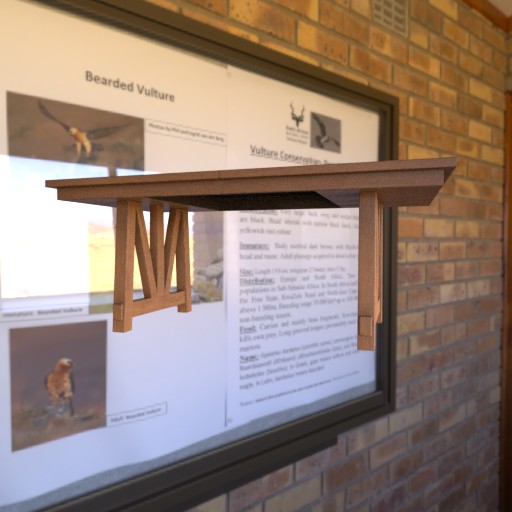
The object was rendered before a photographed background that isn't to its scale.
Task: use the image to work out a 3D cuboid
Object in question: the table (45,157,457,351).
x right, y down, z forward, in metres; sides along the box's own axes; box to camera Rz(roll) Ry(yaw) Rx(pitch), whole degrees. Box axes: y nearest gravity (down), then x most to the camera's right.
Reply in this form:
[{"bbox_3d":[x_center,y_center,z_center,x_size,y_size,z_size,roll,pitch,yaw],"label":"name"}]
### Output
[{"bbox_3d":[0.000,0.000,2.408,1.881,0.768,1.016,1,2,18],"label":"table"}]
